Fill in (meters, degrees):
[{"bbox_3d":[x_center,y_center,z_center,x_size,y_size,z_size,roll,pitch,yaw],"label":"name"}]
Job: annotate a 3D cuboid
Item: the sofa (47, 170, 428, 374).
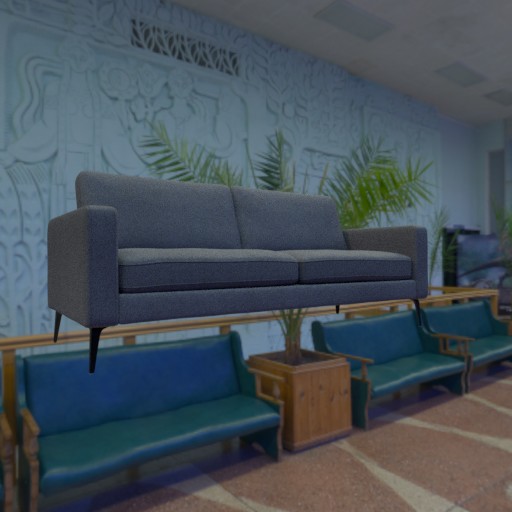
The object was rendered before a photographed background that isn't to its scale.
[{"bbox_3d":[0.000,0.000,2.362,1.925,0.828,0.774,0,0,-34],"label":"sofa"}]
